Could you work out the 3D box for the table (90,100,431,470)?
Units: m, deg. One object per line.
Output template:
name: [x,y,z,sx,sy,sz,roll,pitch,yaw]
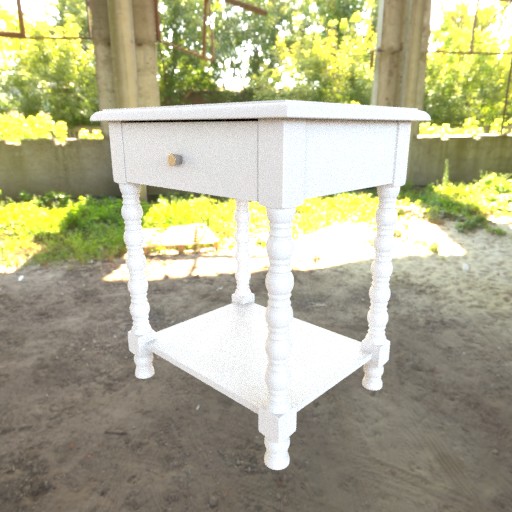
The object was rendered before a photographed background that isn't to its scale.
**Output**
table: [0.000,0.000,0.843,0.460,0.531,0.381,15,22,41]
